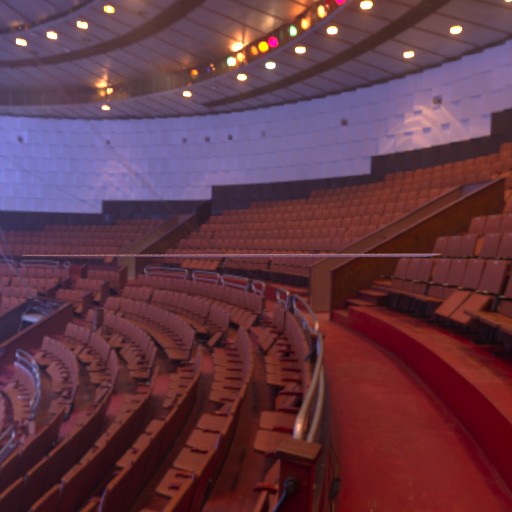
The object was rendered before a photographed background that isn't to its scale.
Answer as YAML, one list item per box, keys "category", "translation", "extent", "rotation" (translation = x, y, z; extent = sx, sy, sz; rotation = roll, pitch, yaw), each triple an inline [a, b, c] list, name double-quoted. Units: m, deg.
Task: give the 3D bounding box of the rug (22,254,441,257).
- category: "rug"
  translation: [0.000, 0.000, 4.158]
  extent: [3.067, 0.005, 2.454]
  rotation: [0, 0, 19]
